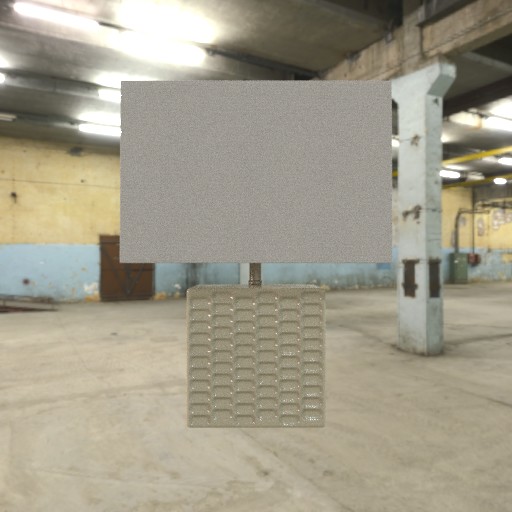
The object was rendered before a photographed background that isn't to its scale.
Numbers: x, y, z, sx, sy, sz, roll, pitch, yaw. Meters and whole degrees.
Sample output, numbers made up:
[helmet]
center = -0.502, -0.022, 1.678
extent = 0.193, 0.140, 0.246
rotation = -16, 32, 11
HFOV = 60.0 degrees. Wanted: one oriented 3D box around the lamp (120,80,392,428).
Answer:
[lamp]
center = 0.000, 0.000, 0.716
extent = 0.380, 0.515, 0.200
rotation = 0, -1, 0
